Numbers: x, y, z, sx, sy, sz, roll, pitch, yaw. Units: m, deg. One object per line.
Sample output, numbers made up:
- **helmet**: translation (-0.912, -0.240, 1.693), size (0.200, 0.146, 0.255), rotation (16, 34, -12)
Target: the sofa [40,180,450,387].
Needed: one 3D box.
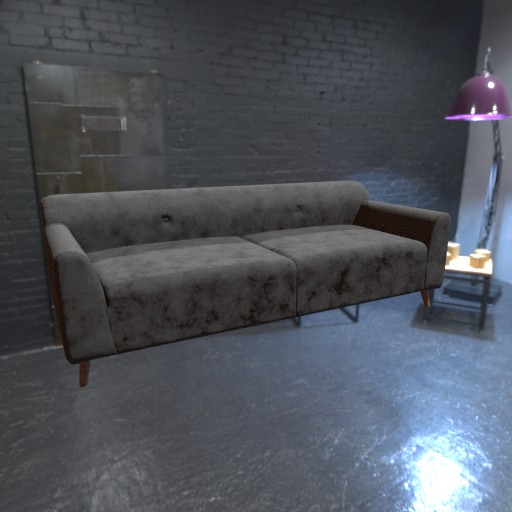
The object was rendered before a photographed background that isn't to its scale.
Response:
- **sofa**: translation (0.000, 0.000, 2.593), size (2.190, 0.740, 0.900), rotation (-7, 16, -27)
